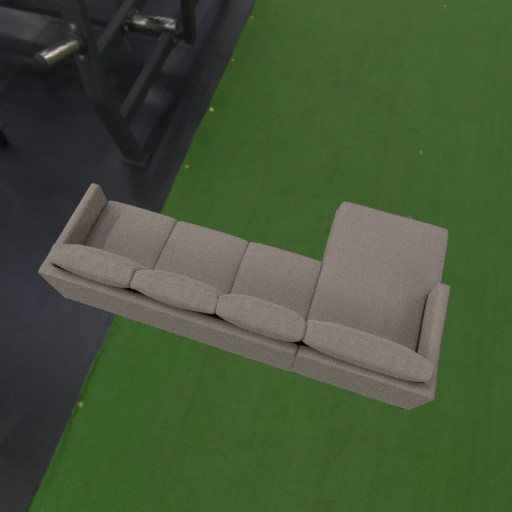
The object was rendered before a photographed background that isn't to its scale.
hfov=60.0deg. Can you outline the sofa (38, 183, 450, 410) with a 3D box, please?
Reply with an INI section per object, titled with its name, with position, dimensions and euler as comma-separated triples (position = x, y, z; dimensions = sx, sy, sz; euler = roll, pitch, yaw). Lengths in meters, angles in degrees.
[sofa]
position = 0.000, 0.000, 3.899
dimensions = 3.186, 0.846, 1.625
euler = 17, 65, 8
